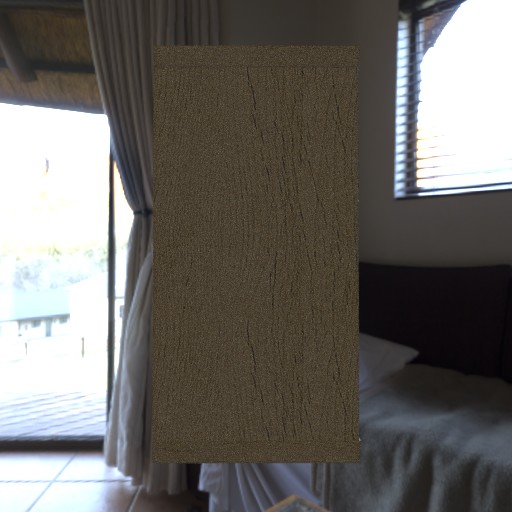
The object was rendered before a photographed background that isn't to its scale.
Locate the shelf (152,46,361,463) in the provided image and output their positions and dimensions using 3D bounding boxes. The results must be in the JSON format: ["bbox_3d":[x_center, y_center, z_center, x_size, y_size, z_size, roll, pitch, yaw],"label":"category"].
[{"bbox_3d":[0.000,0.000,1.229,0.390,0.786,0.790,0,-1,0],"label":"shelf"}]
